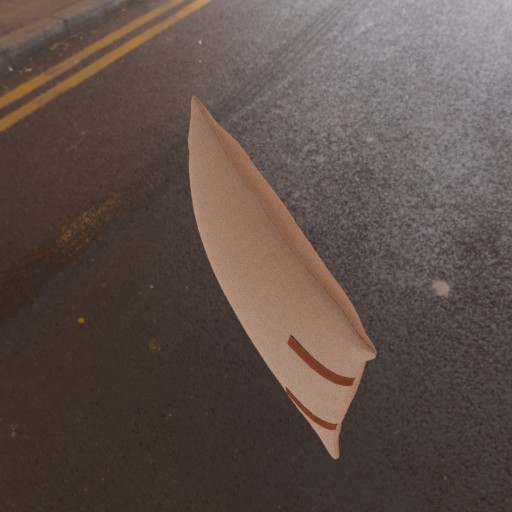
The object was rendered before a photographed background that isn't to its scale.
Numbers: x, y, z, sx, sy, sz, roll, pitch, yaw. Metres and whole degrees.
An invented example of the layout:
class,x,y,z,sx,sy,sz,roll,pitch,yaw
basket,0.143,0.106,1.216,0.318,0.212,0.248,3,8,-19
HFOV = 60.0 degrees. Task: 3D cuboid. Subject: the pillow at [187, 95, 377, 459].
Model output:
class,x,y,z,sx,sy,sz,roll,pitch,yaw
pillow,0.000,0.000,0.751,0.148,0.308,0.612,-18,50,-16
